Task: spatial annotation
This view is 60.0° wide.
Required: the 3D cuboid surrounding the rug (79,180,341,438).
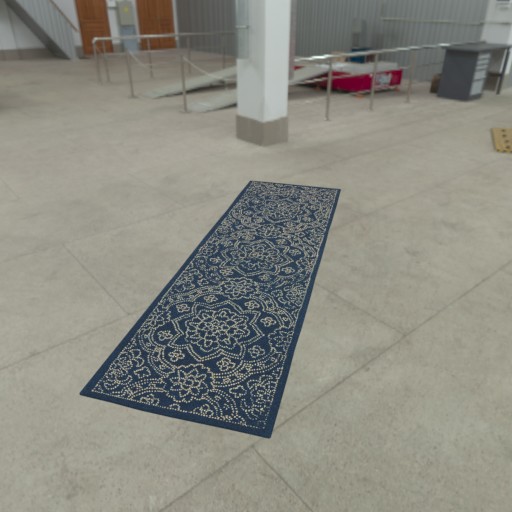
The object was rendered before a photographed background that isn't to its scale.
[{"bbox_3d":[0.000,0.000,2.651,0.769,0.012,2.448,8,31,13],"label":"rug"}]
